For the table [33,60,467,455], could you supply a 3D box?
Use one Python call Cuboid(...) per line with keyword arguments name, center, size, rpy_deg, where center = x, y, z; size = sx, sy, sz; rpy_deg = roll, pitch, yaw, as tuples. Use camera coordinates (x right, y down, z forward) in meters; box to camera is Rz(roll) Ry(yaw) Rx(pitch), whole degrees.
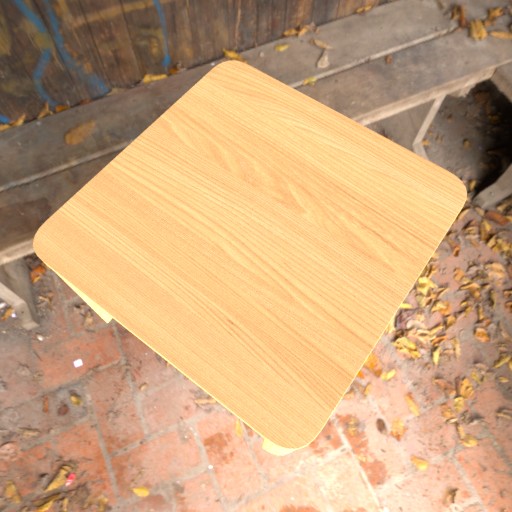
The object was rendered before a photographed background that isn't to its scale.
Cuboid(name="table", center=(0.000, 0.000, 1.225), size=(0.750, 0.450, 0.750), rpy_deg=(34, 69, 15))
